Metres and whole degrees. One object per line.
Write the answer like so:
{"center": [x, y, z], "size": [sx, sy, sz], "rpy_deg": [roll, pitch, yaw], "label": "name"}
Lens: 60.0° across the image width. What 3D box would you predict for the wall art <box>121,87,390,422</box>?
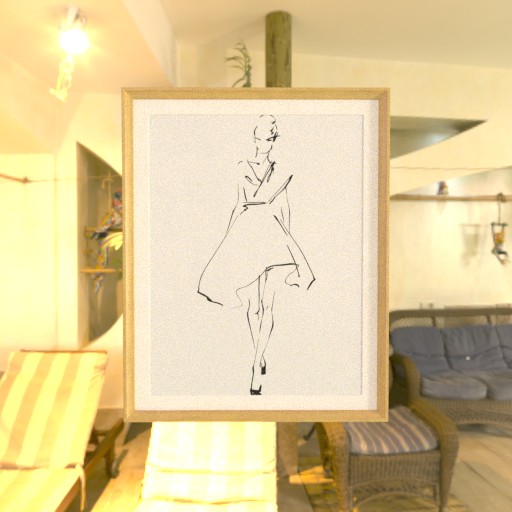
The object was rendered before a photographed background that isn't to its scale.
{"center": [0.000, 0.000, 1.341], "size": [0.798, 1.002, 0.030], "rpy_deg": [0, 1, 0], "label": "wall art"}
